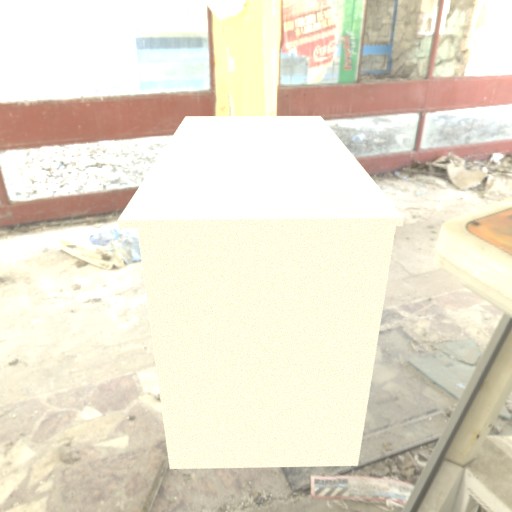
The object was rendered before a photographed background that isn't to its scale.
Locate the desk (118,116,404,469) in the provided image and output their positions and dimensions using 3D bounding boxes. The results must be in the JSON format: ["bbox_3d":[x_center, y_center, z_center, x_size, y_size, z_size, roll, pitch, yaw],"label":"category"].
[{"bbox_3d":[0.000,0.000,1.521,0.560,0.735,1.097,-1,28,-1],"label":"desk"}]
